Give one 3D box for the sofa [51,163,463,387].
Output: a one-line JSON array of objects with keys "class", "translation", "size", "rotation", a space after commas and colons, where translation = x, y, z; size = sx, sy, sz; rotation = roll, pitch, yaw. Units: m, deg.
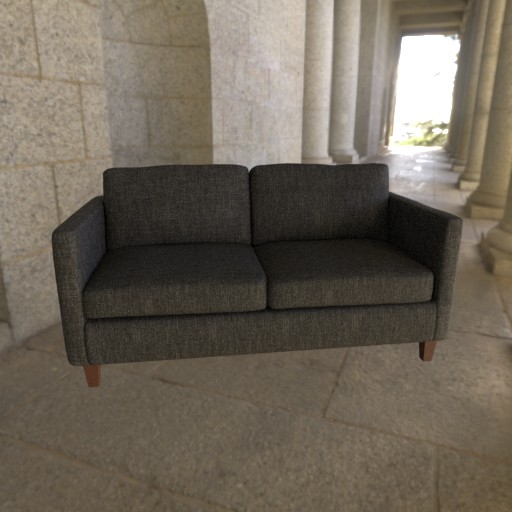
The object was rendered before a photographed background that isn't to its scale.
[{"class": "sofa", "translation": [0.000, 0.000, 2.460], "size": [1.884, 0.963, 0.950], "rotation": [-2, 17, -8]}]
